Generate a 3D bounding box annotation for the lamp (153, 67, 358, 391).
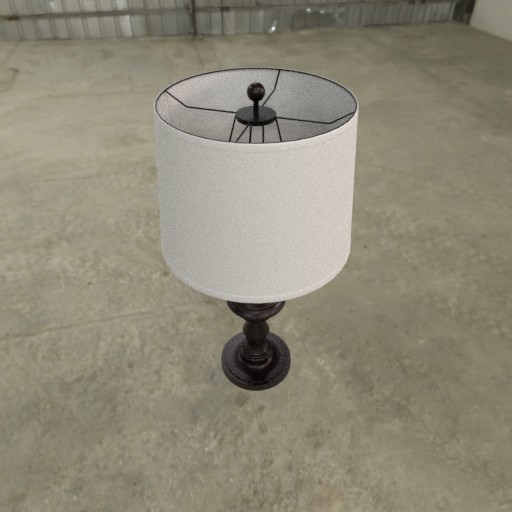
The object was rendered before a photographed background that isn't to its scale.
[{"bbox_3d":[0.000,0.000,0.945,0.383,0.726,0.383,0,40,0],"label":"lamp"}]
